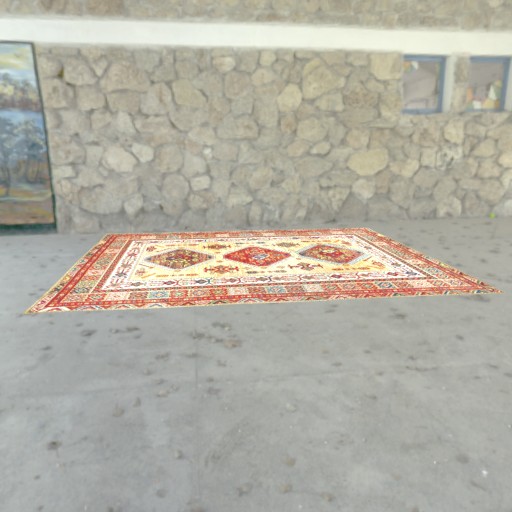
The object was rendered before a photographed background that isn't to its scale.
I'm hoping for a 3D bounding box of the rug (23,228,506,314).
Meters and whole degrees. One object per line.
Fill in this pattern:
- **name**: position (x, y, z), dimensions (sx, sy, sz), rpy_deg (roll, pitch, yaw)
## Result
- **rug**: position (0.000, 0.000, 3.968), dimensions (3.067, 0.005, 2.460), rpy_deg (-2, 14, -7)
